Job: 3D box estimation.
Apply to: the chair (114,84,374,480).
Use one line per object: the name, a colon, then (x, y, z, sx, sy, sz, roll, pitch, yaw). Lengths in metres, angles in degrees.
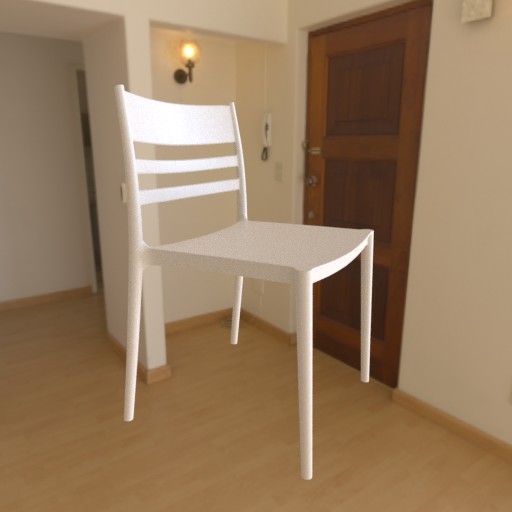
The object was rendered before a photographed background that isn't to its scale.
chair: (0.000, 0.000, 1.136, 0.511, 0.800, 0.531, 8, 16, 28)
